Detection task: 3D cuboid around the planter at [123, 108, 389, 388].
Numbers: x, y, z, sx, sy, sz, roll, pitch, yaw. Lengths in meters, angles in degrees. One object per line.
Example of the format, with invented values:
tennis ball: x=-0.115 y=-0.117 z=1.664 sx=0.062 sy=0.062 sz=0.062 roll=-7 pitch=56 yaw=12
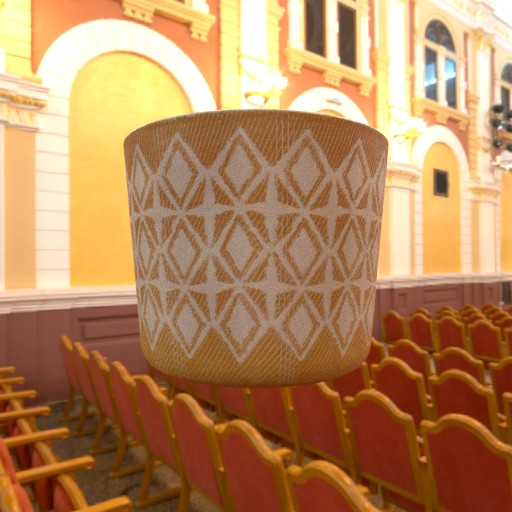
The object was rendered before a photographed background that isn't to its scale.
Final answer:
planter: x=0.000 y=0.000 z=0.220 sx=0.126 sy=0.104 sz=0.126 roll=0 pitch=0 yaw=0
